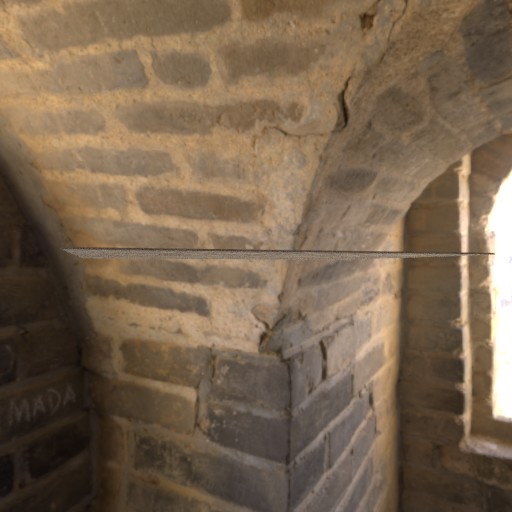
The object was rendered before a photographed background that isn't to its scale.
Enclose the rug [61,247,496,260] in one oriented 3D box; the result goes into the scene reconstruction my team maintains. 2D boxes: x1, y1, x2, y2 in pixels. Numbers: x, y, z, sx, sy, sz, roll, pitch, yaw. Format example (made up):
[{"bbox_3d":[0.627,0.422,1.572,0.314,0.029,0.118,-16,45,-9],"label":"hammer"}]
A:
[{"bbox_3d":[0.000,0.000,4.016,3.040,0.014,2.423,1,-2,-19],"label":"rug"}]
